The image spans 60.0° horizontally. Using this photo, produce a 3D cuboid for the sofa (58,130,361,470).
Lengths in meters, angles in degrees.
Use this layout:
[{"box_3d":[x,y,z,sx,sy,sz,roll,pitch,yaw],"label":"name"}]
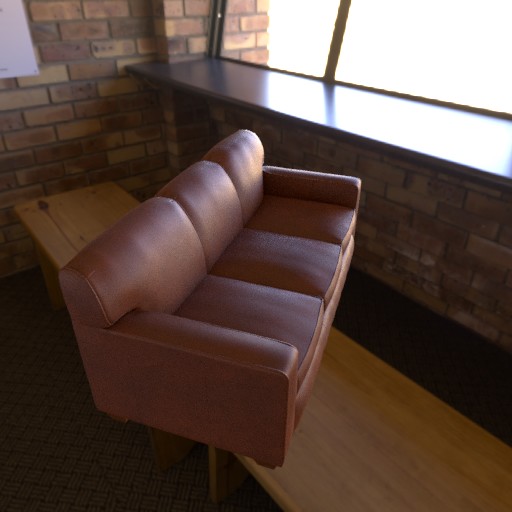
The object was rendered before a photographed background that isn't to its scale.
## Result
[{"box_3d":[0.000,0.000,2.617,1.008,0.953,2.039,10,33,16],"label":"sofa"}]
